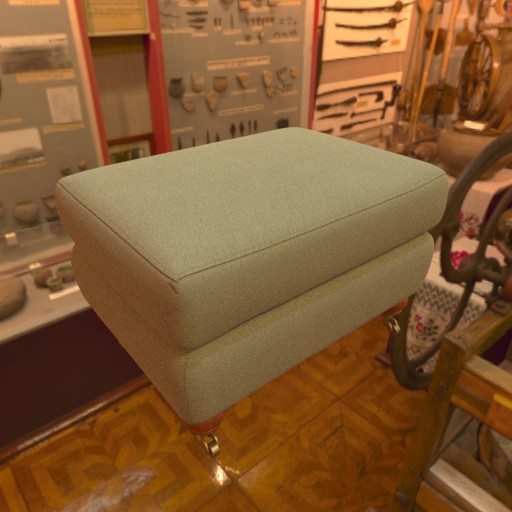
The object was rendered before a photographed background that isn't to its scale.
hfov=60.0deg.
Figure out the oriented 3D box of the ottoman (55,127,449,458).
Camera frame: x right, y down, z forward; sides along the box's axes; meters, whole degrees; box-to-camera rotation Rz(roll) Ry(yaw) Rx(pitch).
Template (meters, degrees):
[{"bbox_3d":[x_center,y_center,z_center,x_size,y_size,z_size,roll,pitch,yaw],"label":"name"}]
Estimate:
[{"bbox_3d":[0.000,0.000,1.120,0.773,0.499,0.569,-22,37,-33],"label":"ottoman"}]
